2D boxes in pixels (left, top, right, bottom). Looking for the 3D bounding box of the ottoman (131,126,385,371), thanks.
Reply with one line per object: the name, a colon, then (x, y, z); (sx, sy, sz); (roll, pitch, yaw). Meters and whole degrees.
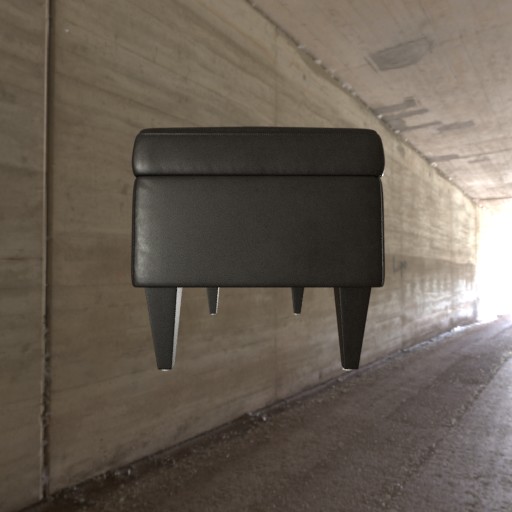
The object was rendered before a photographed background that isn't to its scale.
ottoman: (0.000, 0.000, 1.379); (0.482, 0.469, 1.151); (0, -2, 0)
